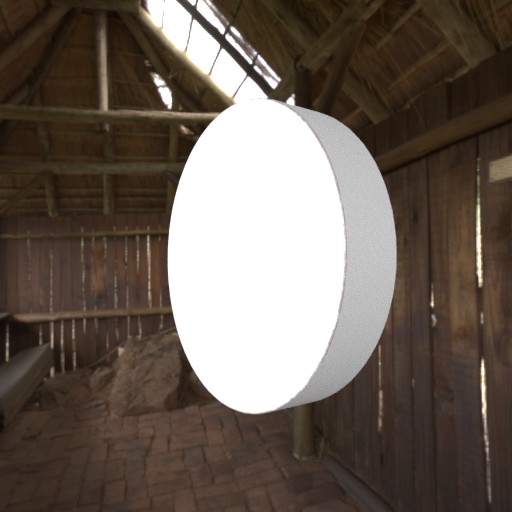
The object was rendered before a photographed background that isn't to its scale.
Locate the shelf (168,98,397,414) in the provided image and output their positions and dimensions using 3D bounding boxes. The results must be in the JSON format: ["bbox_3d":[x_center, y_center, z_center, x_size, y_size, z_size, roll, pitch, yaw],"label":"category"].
[{"bbox_3d":[0.000,0.000,1.220,0.158,0.807,0.806,1,-2,-36],"label":"shelf"}]
